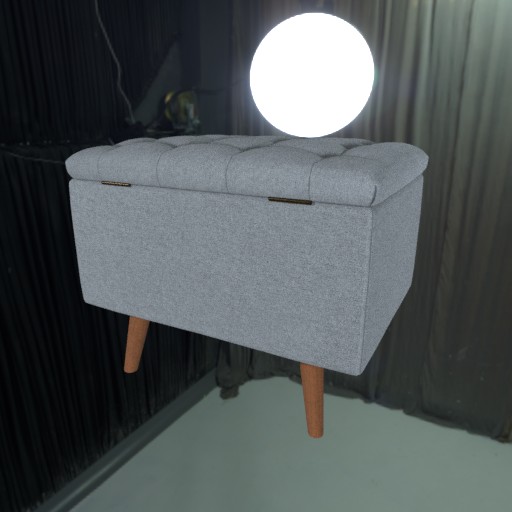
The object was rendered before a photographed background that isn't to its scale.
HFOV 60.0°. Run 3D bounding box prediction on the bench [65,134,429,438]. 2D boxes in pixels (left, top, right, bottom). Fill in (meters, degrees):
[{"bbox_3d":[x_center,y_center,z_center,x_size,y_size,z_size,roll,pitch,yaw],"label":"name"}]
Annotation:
[{"bbox_3d":[0.000,0.000,0.900,0.572,0.469,0.417,9,20,27],"label":"bench"}]
